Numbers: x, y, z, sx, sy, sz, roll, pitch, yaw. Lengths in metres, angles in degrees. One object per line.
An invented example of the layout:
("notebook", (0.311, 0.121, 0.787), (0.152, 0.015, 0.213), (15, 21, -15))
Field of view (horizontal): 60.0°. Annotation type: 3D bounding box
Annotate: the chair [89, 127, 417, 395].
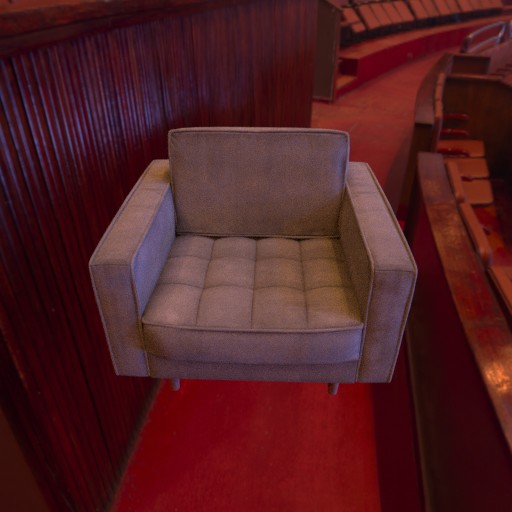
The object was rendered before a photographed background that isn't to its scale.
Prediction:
("chair", (0.000, 0.000, 1.576), (0.928, 0.773, 0.843), (1, 33, 2))
